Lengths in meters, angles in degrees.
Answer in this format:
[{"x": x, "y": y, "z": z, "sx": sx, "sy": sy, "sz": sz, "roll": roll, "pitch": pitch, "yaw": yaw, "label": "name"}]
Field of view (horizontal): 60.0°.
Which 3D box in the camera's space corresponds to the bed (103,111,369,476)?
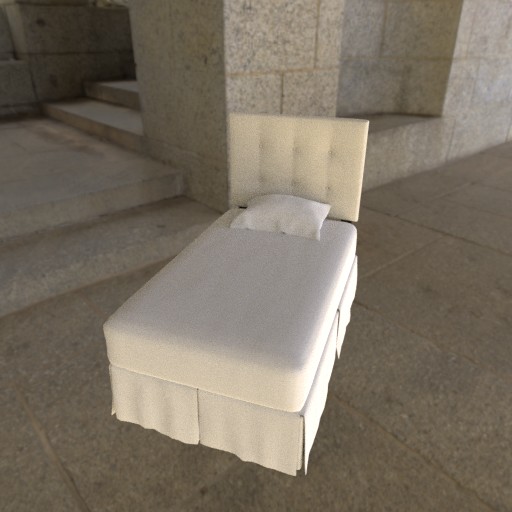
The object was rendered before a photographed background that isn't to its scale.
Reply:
[{"x": 0.000, "y": 0.000, "z": 3.058, "sx": 1.261, "sy": 1.571, "sz": 1.997, "roll": 9, "pitch": 29, "yaw": 17, "label": "bed"}]
